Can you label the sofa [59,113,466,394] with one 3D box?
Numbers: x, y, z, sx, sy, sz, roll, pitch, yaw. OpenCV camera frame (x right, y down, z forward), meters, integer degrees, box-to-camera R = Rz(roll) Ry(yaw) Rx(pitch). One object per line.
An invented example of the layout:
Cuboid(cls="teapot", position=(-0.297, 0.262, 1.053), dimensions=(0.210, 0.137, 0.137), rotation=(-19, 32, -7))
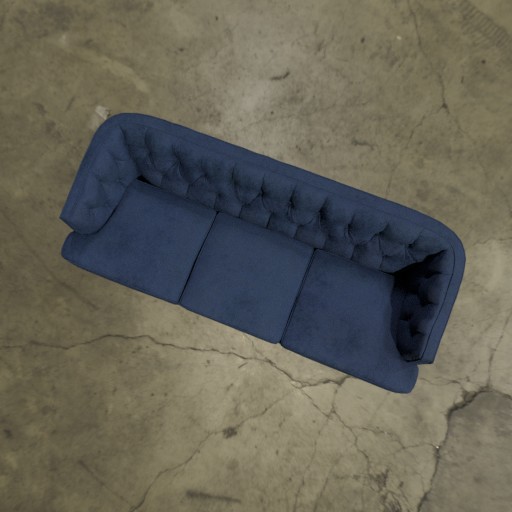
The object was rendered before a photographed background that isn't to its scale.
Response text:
Cuboid(cls="sofa", position=(0.000, 0.000, 2.764), dimensions=(2.278, 0.855, 0.941), rotation=(21, 77, 5))
